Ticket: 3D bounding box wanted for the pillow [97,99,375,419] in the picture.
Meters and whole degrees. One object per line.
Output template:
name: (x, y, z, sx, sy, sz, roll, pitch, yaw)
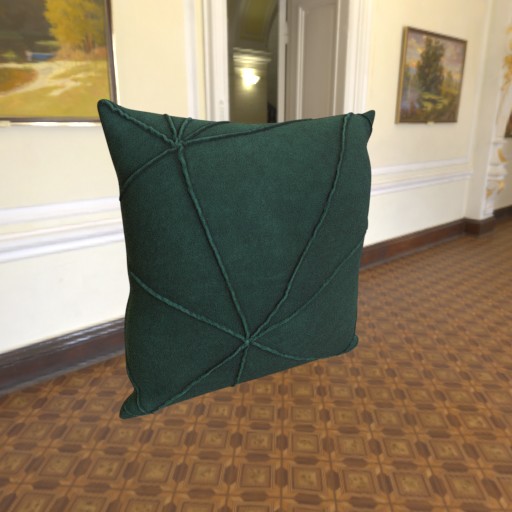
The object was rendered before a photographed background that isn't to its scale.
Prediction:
pillow: (0.000, 0.000, 0.672, 0.439, 0.440, 0.184, -9, 19, -27)
